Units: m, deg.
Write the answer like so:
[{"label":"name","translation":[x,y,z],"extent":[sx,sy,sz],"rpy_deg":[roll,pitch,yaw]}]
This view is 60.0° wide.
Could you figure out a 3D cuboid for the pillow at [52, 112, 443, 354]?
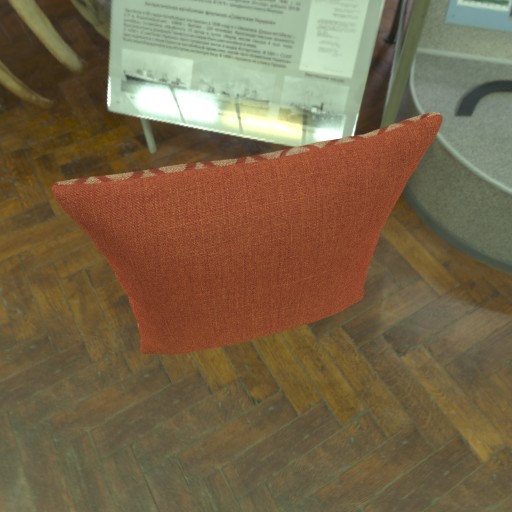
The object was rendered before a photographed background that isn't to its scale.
[{"label":"pillow","translation":[0.000,0.000,0.646],"extent":[0.429,0.434,0.159],"rpy_deg":[-14,58,-9]}]
